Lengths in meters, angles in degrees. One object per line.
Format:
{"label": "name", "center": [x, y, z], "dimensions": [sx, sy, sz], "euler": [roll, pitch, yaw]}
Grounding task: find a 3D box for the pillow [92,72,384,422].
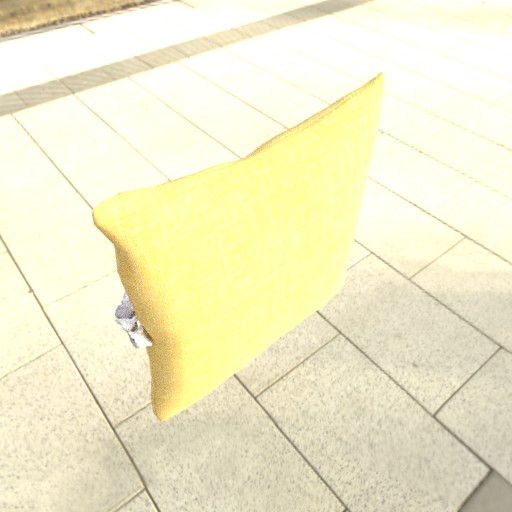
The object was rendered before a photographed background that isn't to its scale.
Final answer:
{"label": "pillow", "center": [0.000, 0.000, 0.720], "dimensions": [0.485, 0.481, 0.167], "euler": [-32, 54, -27]}
